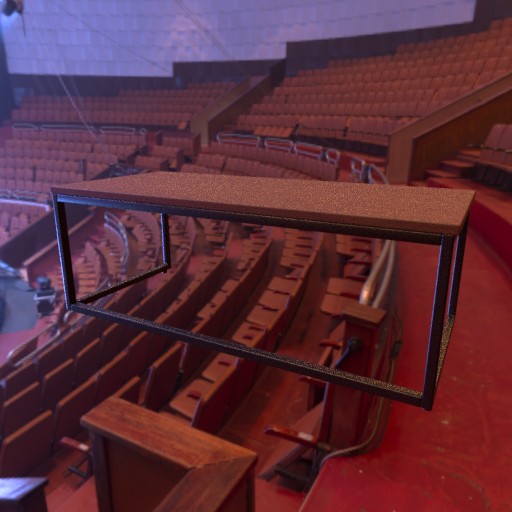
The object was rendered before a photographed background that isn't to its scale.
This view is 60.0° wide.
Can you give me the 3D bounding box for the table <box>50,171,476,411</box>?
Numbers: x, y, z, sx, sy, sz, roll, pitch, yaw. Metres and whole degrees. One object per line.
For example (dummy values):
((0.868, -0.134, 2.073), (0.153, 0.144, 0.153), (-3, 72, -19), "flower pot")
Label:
((0.000, 0.000, 1.310), (1.100, 0.400, 0.500), (9, 19, 27), "table")
